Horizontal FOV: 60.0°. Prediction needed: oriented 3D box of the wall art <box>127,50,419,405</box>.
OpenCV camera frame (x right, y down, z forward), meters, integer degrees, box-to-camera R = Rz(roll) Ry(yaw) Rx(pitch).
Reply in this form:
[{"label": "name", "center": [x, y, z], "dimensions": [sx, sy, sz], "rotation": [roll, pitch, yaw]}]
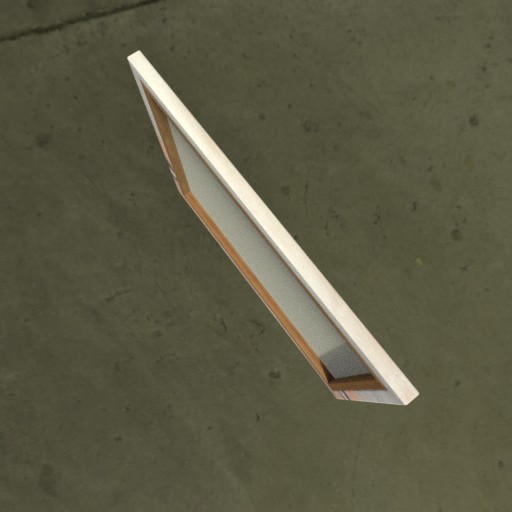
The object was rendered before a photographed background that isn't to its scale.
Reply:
[{"label": "wall art", "center": [0.000, 0.000, 1.338], "dimensions": [0.038, 0.763, 1.015], "rotation": [-36, 76, -10]}]
